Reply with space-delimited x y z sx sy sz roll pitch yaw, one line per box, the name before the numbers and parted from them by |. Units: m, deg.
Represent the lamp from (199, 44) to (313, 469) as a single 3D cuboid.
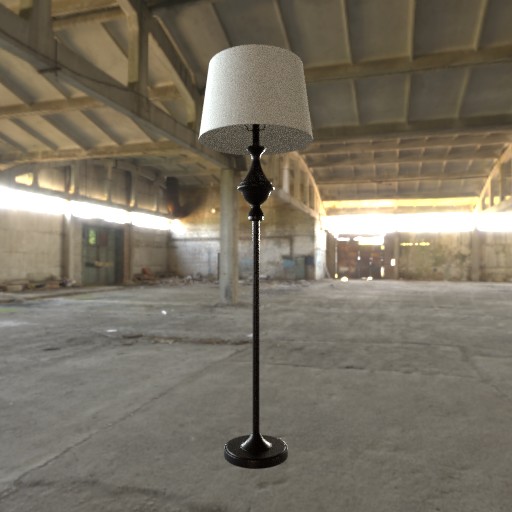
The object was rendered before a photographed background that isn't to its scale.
lamp | 0.000 0.000 1.670 0.431 1.484 0.431 0 -1 0
